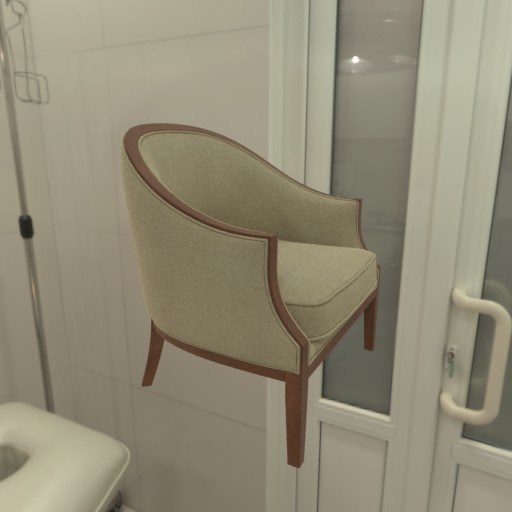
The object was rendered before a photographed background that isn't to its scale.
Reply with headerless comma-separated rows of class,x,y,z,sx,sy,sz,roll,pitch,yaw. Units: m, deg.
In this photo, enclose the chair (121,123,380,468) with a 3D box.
chair,0.000,0.000,1.507,0.735,0.876,0.803,8,17,27
